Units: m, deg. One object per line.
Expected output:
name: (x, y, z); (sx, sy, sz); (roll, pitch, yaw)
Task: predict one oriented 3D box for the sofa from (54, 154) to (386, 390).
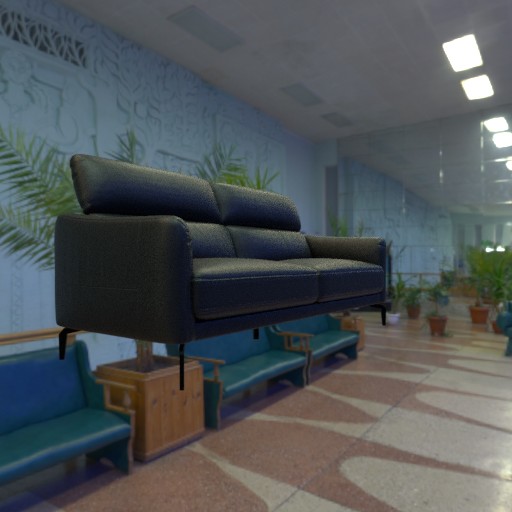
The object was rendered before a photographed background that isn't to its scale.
sofa: (0.000, 0.000, 2.557); (0.856, 0.957, 2.069); (0, -1, 37)
